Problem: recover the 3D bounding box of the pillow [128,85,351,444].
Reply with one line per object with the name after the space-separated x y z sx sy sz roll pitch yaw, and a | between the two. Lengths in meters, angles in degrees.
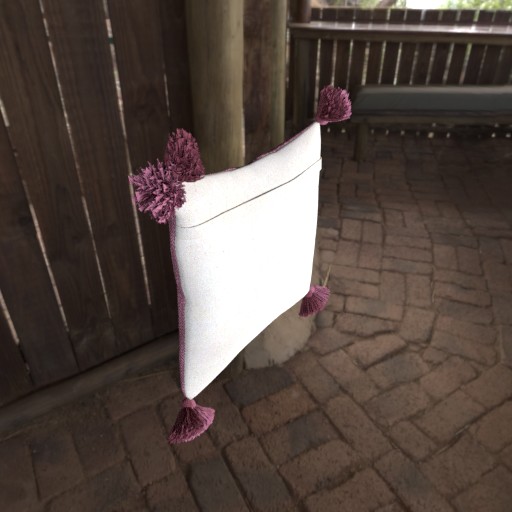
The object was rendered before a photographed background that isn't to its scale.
0.000 0.000 0.965 0.138 0.659 0.641 22 38 31 | pillow
